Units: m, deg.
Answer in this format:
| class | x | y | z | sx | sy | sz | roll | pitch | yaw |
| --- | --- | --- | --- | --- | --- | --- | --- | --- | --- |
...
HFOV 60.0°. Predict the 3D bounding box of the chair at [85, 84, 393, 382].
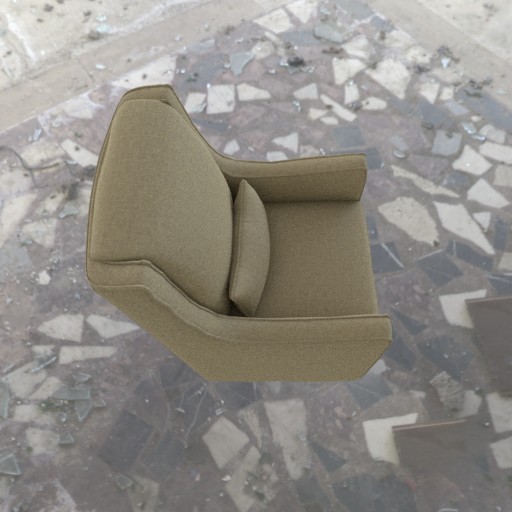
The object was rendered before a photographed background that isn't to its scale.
| class | x | y | z | sx | sy | sz | roll | pitch | yaw |
| --- | --- | --- | --- | --- | --- | --- | --- | --- | --- |
| chair | 0.000 | 0.000 | 1.602 | 0.879 | 0.993 | 0.732 | 0 | 62 | 0 |
